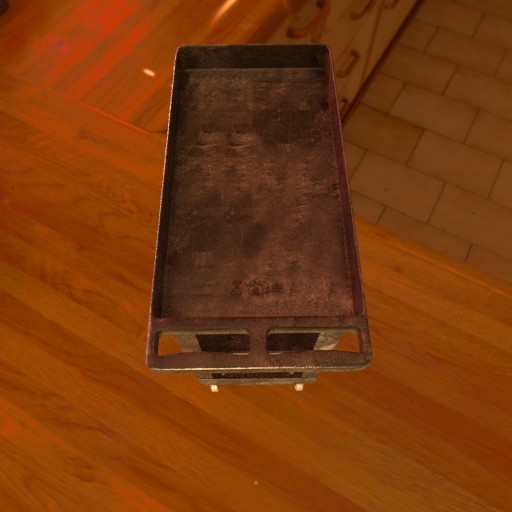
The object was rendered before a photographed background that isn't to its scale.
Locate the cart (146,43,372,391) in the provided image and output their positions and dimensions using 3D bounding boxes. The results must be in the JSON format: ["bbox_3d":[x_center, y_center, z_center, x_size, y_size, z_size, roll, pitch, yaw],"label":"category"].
[{"bbox_3d":[0.000,0.000,1.369,0.420,0.824,0.877,-1,63,0],"label":"cart"}]
